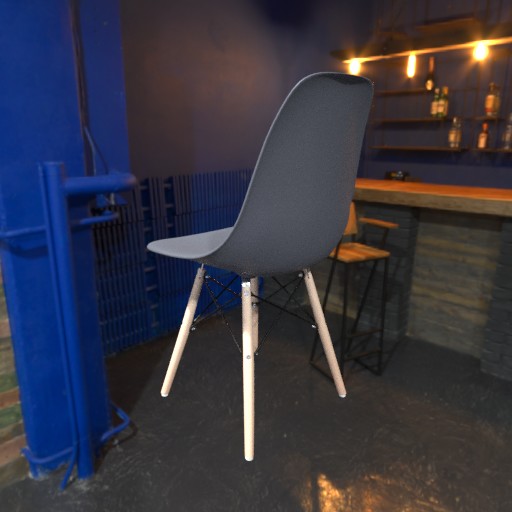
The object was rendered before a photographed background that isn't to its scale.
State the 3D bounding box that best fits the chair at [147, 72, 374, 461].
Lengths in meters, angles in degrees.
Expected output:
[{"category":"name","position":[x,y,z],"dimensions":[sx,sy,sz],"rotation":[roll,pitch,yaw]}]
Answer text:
[{"category":"chair","position":[0.000,0.000,1.144],"dimensions":[0.470,0.826,0.533],"rotation":[-14,20,-42]}]
